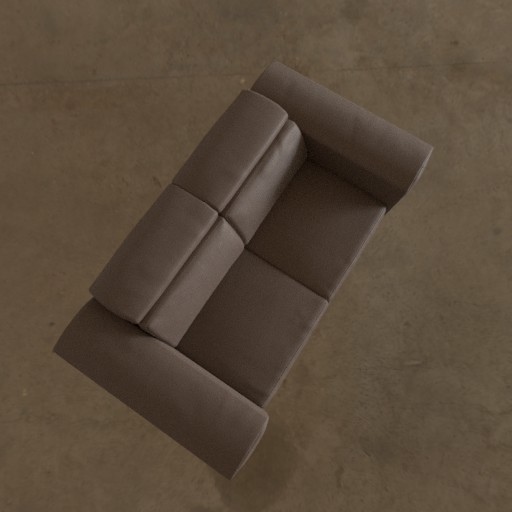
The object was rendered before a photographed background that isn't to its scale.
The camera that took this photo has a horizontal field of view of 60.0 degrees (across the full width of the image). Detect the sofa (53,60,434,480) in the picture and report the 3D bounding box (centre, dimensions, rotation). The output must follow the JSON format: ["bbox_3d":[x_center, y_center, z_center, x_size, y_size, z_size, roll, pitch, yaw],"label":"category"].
[{"bbox_3d":[0.000,0.000,2.359,1.003,0.779,1.895,32,77,9],"label":"sofa"}]
